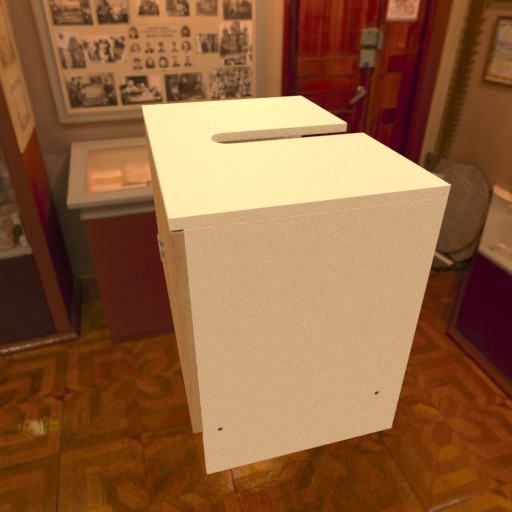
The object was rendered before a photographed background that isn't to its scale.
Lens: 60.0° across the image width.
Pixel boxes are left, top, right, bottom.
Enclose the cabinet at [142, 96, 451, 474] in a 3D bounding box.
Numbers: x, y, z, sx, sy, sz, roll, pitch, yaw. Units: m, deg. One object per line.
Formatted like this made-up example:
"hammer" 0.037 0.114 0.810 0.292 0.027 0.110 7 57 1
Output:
"cabinet" 0.000 0.000 0.956 0.400 0.522 0.600 -8 32 -13
